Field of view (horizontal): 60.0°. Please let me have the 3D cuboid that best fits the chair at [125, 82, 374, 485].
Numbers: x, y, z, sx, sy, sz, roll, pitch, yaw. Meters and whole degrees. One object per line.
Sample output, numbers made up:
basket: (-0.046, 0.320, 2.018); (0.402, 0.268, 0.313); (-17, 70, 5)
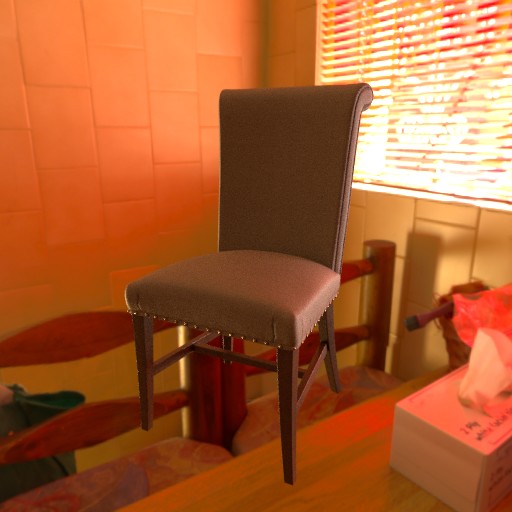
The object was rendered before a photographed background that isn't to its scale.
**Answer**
chair: (0.000, 0.000, 1.318); (0.513, 0.988, 0.608); (8, 17, 26)
